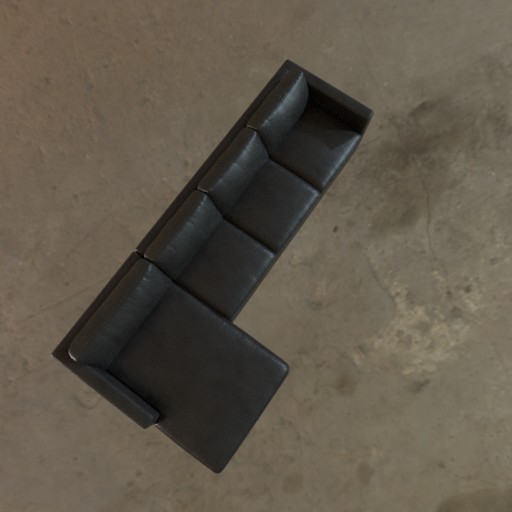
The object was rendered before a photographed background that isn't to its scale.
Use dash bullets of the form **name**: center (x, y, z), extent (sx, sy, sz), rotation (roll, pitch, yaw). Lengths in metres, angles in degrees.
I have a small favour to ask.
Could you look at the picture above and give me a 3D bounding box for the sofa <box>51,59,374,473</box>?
- **sofa**: center (0.000, 0.000, 3.852), extent (1.581, 0.883, 3.203), rotation (35, 79, 8)
